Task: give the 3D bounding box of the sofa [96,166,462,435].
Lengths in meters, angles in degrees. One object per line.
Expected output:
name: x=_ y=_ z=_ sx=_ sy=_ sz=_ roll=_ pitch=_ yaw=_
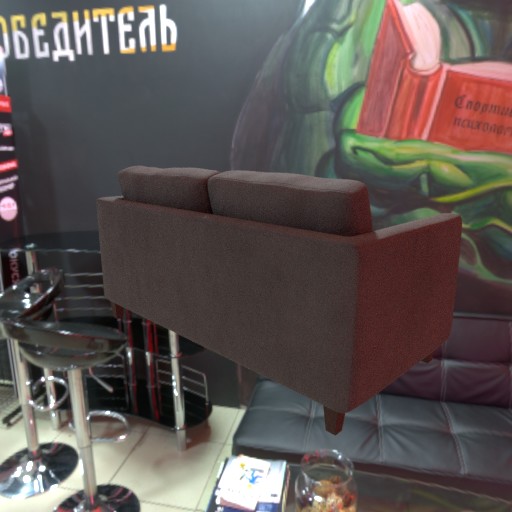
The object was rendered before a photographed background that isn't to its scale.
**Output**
sofa: x=0.000 y=0.000 z=2.459 sx=1.884 sy=0.963 sz=0.950 roll=13 pitch=19 yaw=43
